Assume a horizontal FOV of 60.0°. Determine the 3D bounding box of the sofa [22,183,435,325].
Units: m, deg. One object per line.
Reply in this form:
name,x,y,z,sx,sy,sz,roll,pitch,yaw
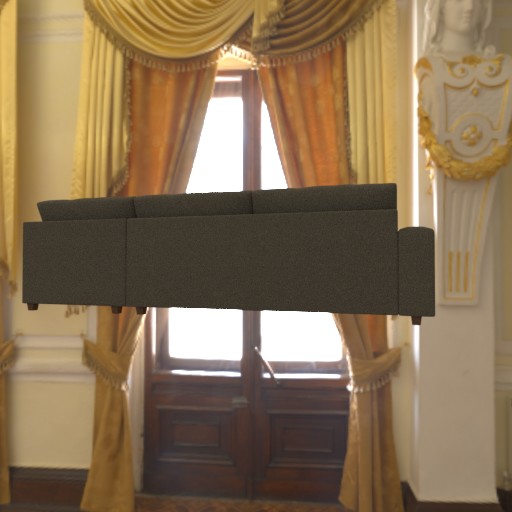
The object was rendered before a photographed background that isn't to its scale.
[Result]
sofa,0.000,0.000,4.675,3.277,0.965,2.895,0,-1,17
